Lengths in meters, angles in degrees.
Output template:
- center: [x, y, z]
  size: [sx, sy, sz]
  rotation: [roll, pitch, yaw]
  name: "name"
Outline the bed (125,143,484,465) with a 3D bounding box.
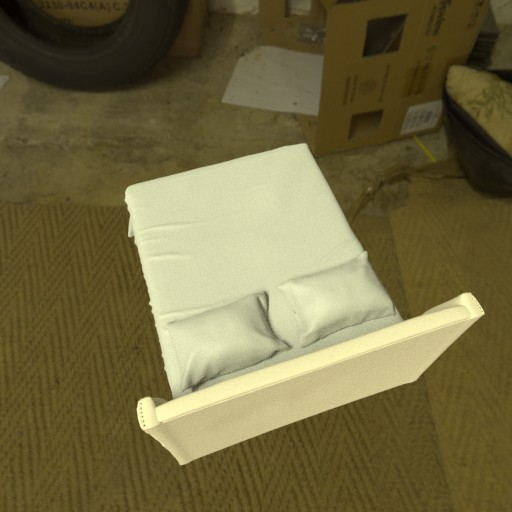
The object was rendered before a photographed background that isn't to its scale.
- center: [0.000, 0.000, 3.365]
  size: [1.925, 1.332, 2.276]
  rotation: [-16, 60, -10]
  name: "bed"
